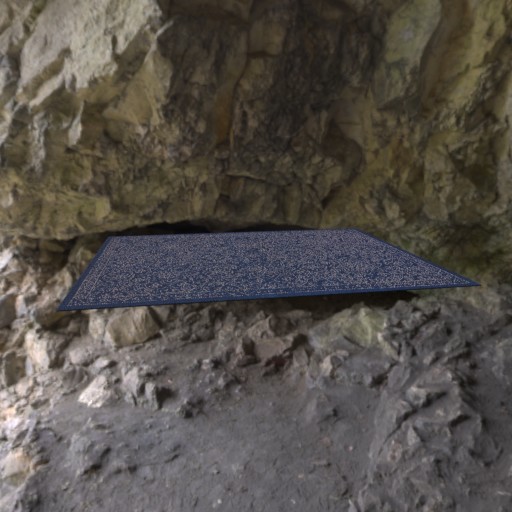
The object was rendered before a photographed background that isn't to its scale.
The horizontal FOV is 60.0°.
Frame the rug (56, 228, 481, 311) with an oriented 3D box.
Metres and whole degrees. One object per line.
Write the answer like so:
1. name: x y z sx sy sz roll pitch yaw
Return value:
1. rug: 0.000 0.000 4.258 3.048 0.010 2.438 -2 14 -10
